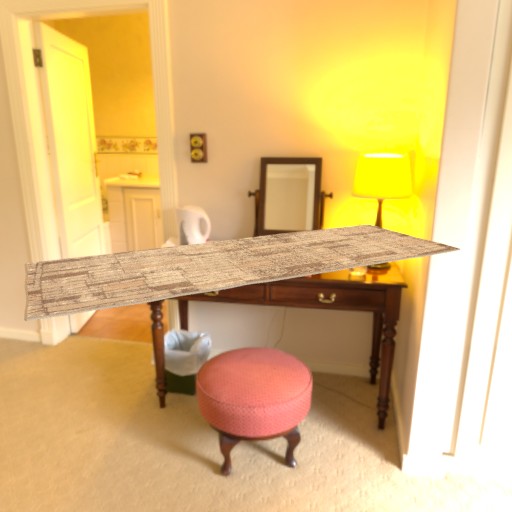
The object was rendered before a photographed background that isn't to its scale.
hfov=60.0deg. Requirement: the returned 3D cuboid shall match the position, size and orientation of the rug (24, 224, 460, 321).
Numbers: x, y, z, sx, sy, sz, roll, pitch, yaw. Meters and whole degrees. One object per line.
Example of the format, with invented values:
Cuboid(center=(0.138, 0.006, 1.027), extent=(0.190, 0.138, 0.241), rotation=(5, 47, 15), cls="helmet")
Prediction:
Cuboid(center=(0.000, 0.000, 2.554), extent=(2.383, 0.018, 0.857), rotation=(-8, 17, -26), cls="rug")
